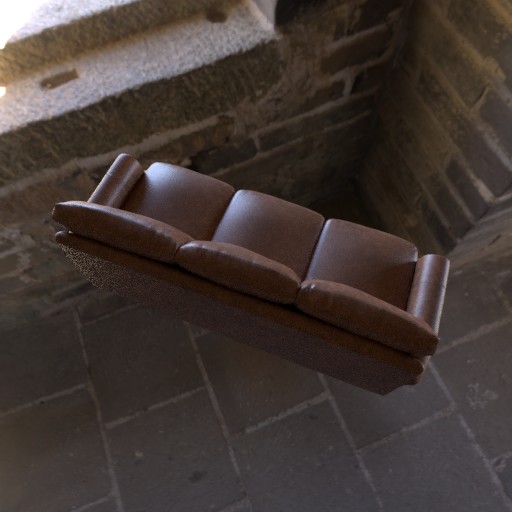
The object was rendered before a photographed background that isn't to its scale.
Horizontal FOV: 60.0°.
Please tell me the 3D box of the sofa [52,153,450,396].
[{"bbox_3d":[0.000,0.000,2.887,2.351,0.977,0.973,19,65,9],"label":"sofa"}]
